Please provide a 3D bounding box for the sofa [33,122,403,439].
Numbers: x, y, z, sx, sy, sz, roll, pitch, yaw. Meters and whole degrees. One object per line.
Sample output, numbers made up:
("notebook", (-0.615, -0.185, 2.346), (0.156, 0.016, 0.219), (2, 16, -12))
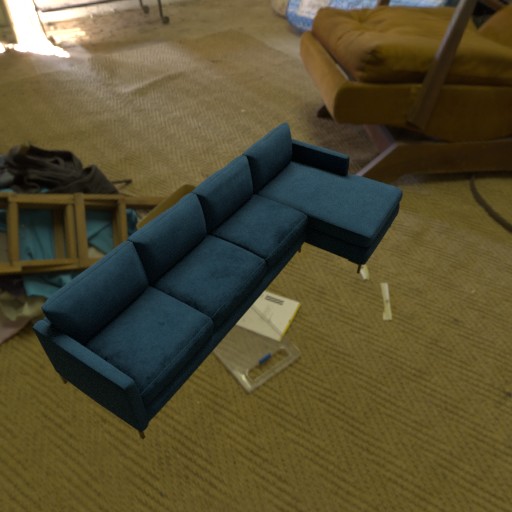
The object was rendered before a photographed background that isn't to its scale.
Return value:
("sofa", (0.000, 0.000, 3.394), (1.350, 0.810, 2.932), (24, 48, 24))
